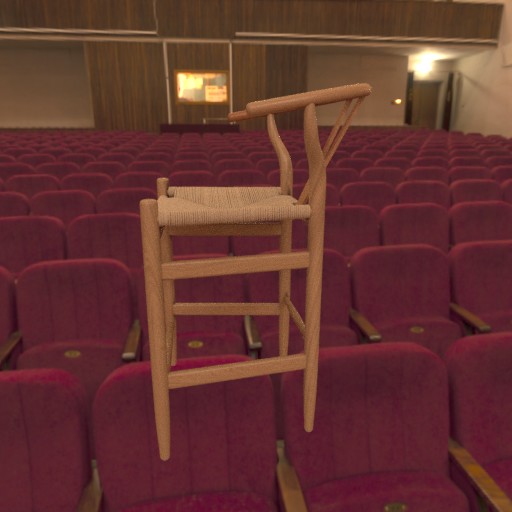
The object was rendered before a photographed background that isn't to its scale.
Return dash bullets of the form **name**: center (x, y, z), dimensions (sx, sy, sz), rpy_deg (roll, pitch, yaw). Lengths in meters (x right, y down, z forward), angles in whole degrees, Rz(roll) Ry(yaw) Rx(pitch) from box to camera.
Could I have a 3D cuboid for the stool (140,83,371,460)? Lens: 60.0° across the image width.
- **stool**: center (0.000, 0.000, 1.279), dimensions (0.575, 0.923, 0.536), rpy_deg (-2, 16, -8)
